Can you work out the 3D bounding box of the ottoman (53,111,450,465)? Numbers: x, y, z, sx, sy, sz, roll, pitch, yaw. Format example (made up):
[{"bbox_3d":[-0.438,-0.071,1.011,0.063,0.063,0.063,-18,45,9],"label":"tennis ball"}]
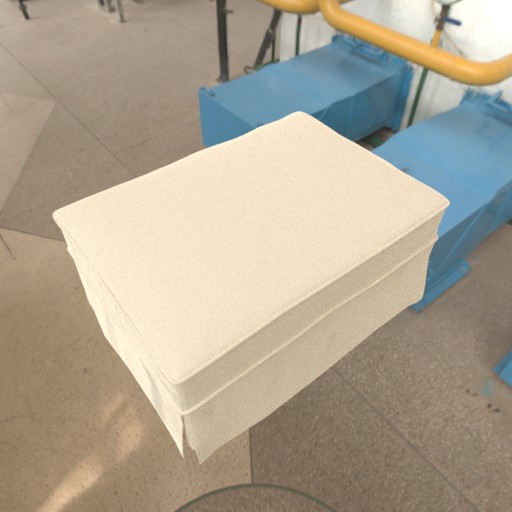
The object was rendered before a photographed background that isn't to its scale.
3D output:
[{"bbox_3d":[0.000,0.000,1.351,0.944,0.479,0.703,-30,54,-25],"label":"ottoman"}]
